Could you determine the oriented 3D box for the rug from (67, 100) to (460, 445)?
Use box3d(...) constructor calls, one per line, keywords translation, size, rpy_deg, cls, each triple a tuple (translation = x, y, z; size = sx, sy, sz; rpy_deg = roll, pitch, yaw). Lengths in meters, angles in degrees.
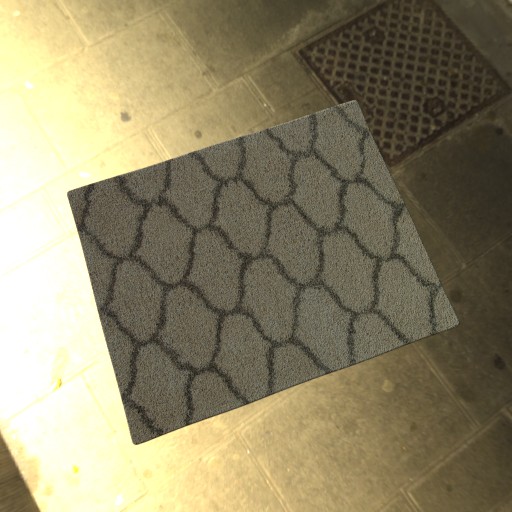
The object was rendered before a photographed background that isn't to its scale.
box3d(translation=(0.000, 0.000, 4.072), size=(3.000, 0.026, 2.399), rpy_deg=(-19, 76, -5), cls="rug")
